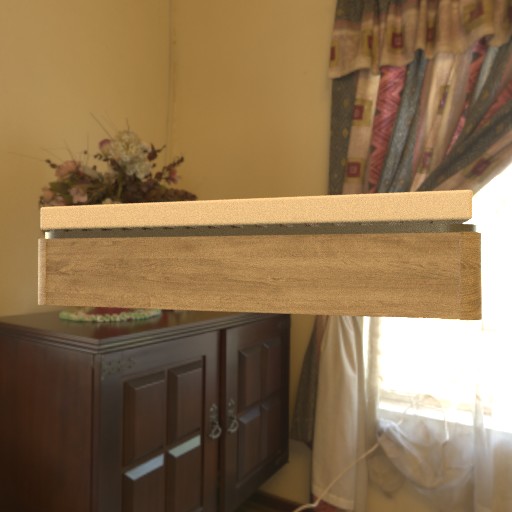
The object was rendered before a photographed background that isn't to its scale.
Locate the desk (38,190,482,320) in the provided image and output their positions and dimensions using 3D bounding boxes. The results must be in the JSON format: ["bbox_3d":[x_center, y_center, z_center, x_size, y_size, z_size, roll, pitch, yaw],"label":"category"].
[{"bbox_3d":[0.000,0.000,2.212,1.900,0.455,0.900,0,0,17],"label":"desk"}]
